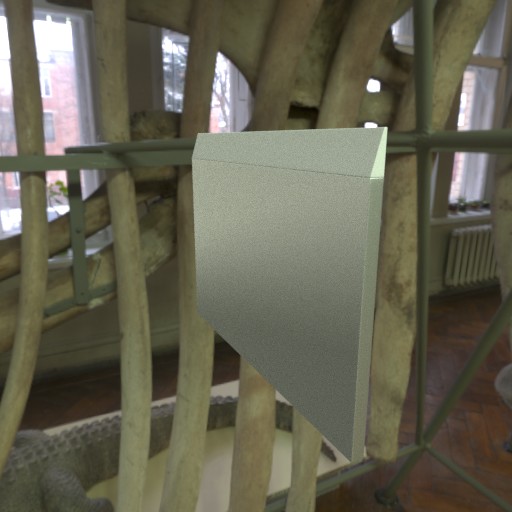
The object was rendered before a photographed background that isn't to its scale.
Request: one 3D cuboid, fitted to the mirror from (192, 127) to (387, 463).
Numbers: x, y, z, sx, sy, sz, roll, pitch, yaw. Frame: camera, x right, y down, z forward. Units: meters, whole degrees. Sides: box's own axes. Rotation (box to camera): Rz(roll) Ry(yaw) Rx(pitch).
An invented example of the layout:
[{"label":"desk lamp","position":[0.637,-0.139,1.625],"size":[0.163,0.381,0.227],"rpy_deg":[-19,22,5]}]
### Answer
[{"label":"mirror","position":[0.000,0.000,1.163],"size":[0.030,0.630,0.870],"rpy_deg":[-7,16,-26]}]
